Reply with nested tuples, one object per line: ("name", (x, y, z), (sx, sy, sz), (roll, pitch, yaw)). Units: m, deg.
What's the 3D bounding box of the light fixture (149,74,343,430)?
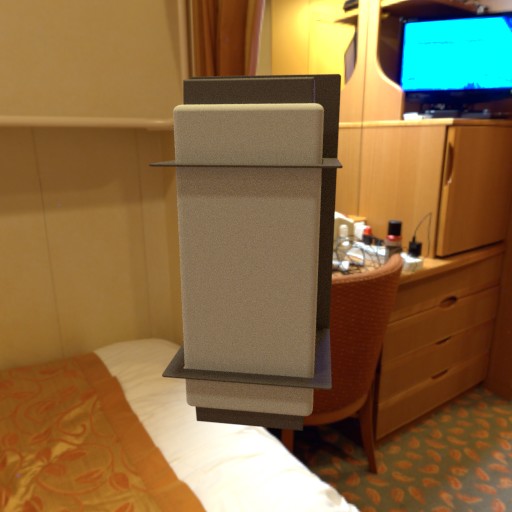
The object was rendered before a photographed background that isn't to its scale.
("light fixture", (0.000, 0.000, 0.438), (0.153, 0.347, 0.146), (2, 15, 8))
